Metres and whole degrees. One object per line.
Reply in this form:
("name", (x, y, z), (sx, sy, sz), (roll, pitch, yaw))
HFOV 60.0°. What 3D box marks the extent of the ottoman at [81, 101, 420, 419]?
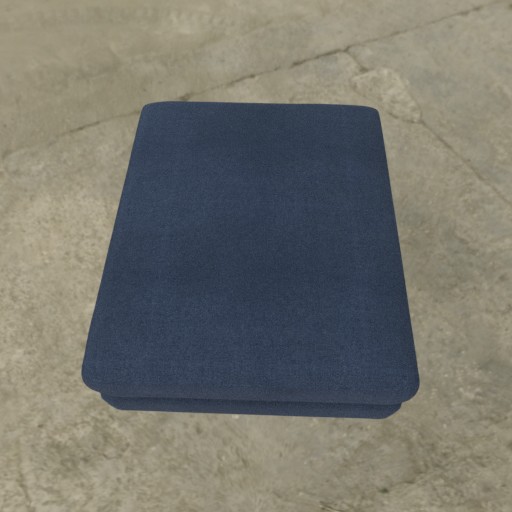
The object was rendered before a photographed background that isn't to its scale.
("ottoman", (0.000, 0.000, 1.227), (0.693, 0.474, 0.821), (2, 60, 1))
